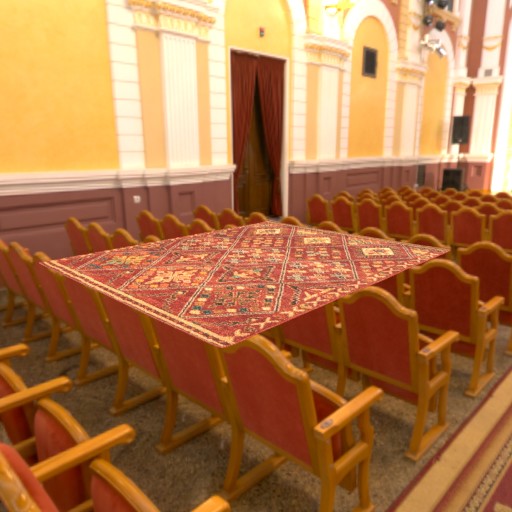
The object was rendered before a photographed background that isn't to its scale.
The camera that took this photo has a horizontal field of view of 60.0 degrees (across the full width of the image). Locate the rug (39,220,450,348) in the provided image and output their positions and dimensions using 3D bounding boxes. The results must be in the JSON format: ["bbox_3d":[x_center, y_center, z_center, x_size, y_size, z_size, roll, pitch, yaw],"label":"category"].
[{"bbox_3d":[0.000,0.000,4.226,2.489,0.030,3.086,13,20,42],"label":"rug"}]
